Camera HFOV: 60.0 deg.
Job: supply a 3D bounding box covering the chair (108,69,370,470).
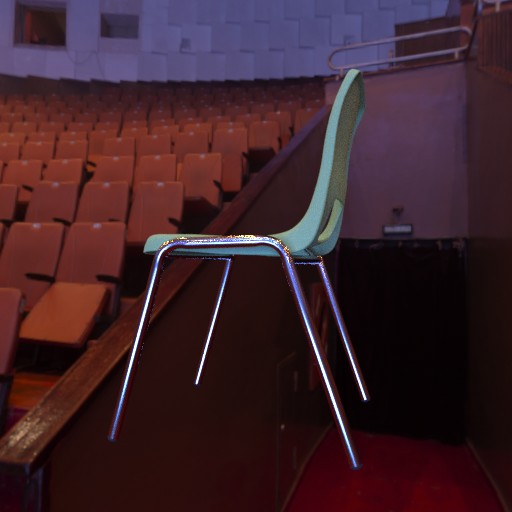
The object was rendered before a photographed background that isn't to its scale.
[{"bbox_3d":[0.000,0.000,0.898,0.436,0.653,0.381,0,-1,16],"label":"chair"}]
